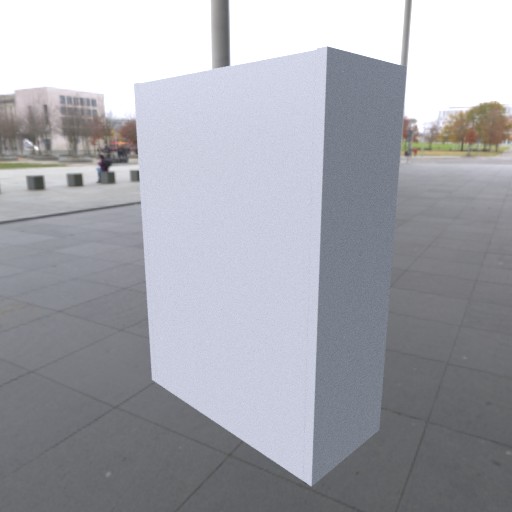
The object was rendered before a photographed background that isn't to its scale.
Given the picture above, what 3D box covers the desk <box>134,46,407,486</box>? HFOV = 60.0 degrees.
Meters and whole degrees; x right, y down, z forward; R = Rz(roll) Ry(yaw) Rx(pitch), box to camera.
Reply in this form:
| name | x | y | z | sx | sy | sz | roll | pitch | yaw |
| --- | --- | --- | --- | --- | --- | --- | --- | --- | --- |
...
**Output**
| name | x | y | z | sx | sy | sz | roll | pitch | yaw |
| --- | --- | --- | --- | --- | --- | --- | --- | --- | --- |
| desk | 0.000 | 0.000 | 1.567 | 0.390 | 1.190 | 0.850 | -13 | 19 | -43 |
